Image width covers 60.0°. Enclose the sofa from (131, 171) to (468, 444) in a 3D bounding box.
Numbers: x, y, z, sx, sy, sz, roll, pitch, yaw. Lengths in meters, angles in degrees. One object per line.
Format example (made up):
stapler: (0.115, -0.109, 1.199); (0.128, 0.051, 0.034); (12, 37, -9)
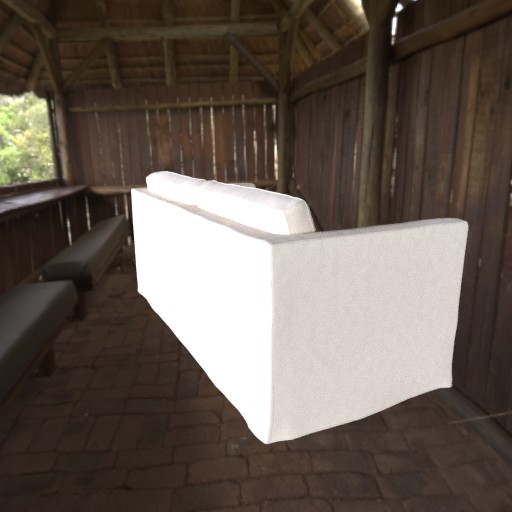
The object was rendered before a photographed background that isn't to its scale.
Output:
sofa: (0.000, 0.000, 2.469); (0.940, 0.870, 1.987); (-7, 16, -27)
